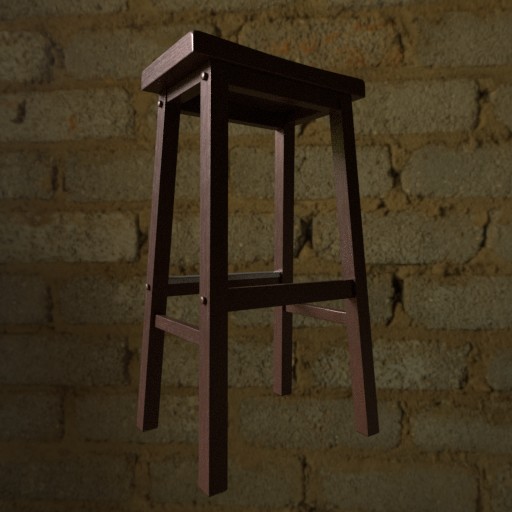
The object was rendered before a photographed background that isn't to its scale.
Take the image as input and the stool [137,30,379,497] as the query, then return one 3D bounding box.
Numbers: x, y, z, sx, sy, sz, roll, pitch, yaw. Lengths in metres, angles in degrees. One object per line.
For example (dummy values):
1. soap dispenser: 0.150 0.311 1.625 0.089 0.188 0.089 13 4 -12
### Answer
1. stool: 0.000 0.000 0.929 0.406 0.742 0.322 -2 3 -35
